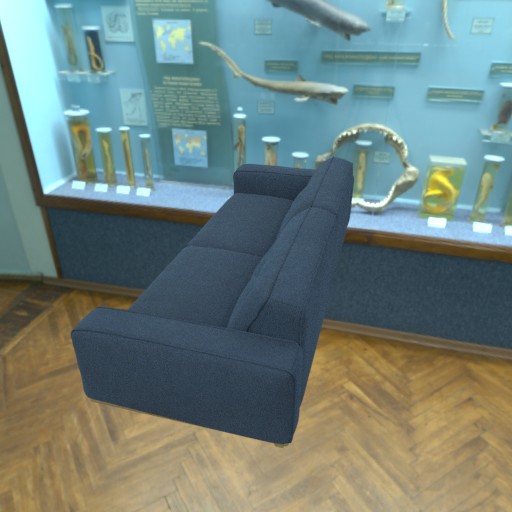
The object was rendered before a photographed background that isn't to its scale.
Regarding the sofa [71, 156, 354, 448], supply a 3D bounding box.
[{"bbox_3d":[0.000,0.000,2.705,0.953,0.782,2.270,8,30,14],"label":"sofa"}]
